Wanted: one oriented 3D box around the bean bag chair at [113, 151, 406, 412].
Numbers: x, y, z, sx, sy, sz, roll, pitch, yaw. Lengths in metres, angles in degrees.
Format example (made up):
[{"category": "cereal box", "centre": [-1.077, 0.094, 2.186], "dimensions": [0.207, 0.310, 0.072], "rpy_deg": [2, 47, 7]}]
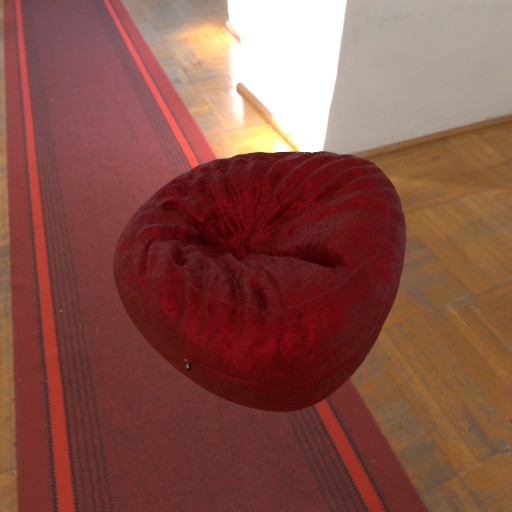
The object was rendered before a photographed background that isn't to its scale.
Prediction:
[{"category": "bean bag chair", "centre": [0.000, 0.000, 2.445], "dimensions": [1.524, 0.878, 1.524], "rpy_deg": [17, 50, 15]}]
